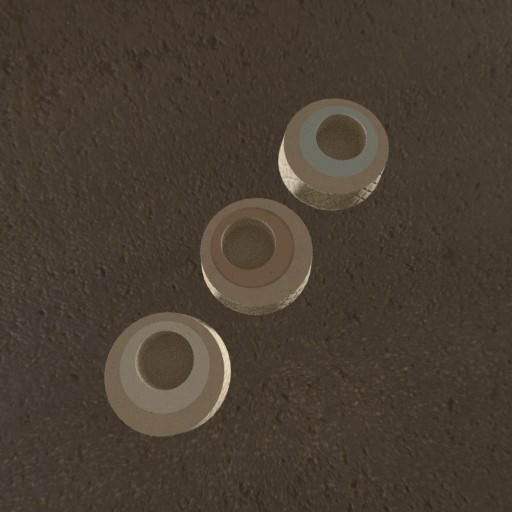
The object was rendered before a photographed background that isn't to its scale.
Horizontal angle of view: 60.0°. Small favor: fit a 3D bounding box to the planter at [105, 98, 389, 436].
[{"bbox_3d":[0.000,0.000,0.440,0.114,0.038,0.390,35,78,8],"label":"planter"}]
